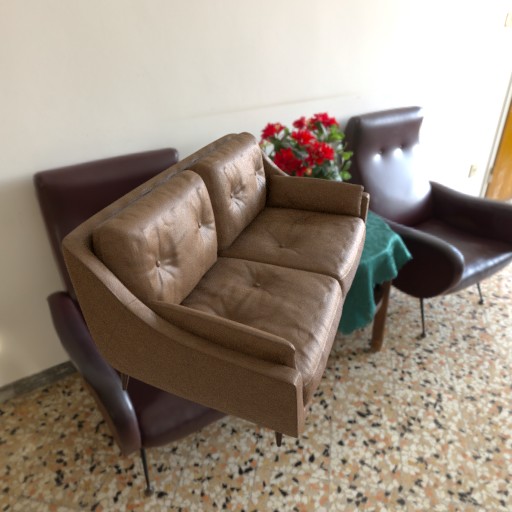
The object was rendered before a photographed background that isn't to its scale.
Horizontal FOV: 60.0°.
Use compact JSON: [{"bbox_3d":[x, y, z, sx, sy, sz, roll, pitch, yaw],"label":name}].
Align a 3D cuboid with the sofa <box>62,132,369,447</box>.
[{"bbox_3d":[0.000,0.000,2.292,0.981,0.886,1.731,10,32,17],"label":"sofa"}]
